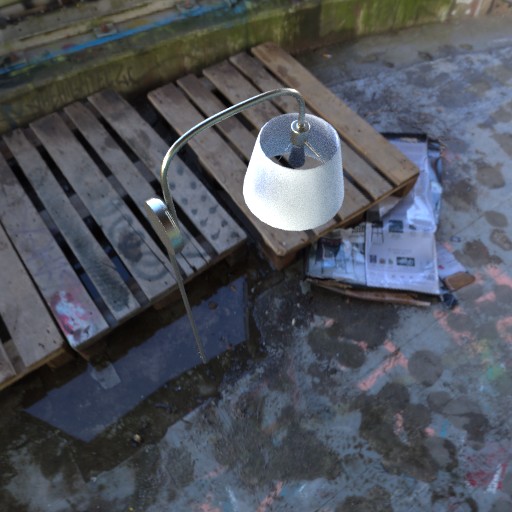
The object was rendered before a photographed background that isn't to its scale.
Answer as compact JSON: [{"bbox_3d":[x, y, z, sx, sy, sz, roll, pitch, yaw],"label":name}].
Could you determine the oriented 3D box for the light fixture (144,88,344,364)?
[{"bbox_3d":[0.000,0.000,0.460,0.176,0.399,0.092,-31,63,-17],"label":"light fixture"}]
